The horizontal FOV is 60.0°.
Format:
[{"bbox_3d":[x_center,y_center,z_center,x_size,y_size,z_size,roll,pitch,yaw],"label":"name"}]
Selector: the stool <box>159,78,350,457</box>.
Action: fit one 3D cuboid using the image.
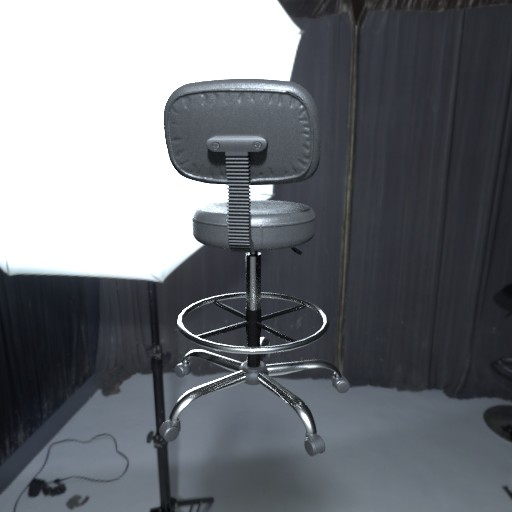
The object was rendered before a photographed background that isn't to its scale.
[{"bbox_3d":[0.000,0.000,1.527,0.694,1.069,0.658,2,14,9],"label":"stool"}]
